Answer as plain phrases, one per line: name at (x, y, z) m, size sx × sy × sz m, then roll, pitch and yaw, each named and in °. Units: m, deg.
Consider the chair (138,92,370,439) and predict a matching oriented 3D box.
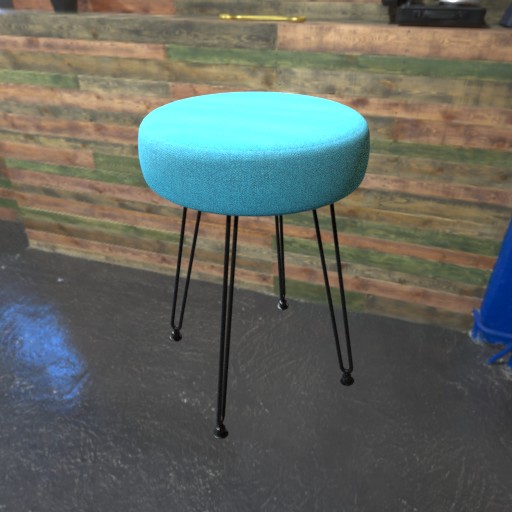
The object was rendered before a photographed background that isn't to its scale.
chair at (0.000, 0.000, 0.682) m, size 0.350 × 0.440 × 0.350 m, roll 11°, pitch 33°, yaw 17°
